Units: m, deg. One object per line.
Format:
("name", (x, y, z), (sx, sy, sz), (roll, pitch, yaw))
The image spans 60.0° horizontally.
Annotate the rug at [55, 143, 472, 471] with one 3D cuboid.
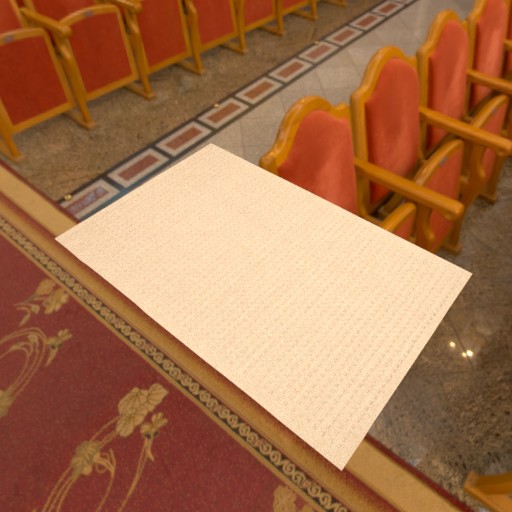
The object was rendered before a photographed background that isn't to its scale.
("rug", (0.000, 0.000, 2.892), (2.289, 0.006, 1.523), (32, 55, 26))
